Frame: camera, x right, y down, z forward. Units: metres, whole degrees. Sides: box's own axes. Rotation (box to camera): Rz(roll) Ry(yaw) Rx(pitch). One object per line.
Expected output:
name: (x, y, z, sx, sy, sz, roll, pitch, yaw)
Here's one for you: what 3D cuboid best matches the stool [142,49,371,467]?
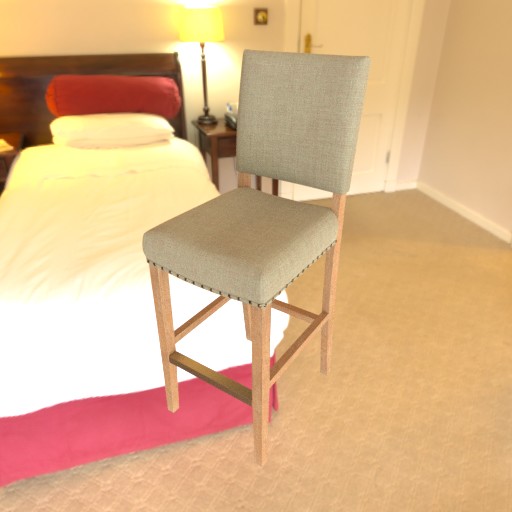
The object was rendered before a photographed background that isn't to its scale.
stool: (0.000, 0.000, 1.476, 0.445, 1.203, 0.585, 18, 34, 29)
